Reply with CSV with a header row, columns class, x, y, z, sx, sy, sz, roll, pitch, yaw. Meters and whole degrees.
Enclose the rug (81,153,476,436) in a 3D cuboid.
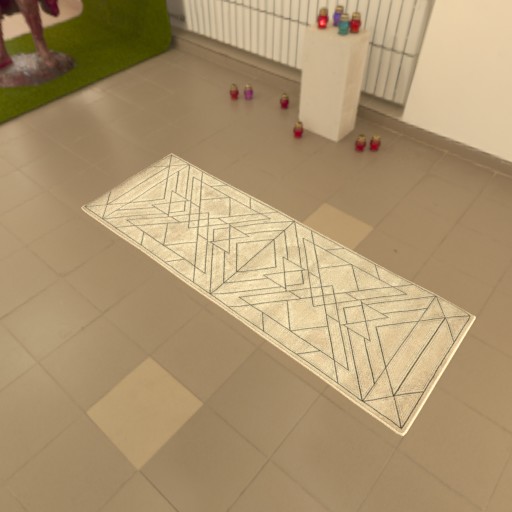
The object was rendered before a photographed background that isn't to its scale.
class,x,y,z,sx,sy,sz,roll,pitch,yaw
rug,0.000,0.000,2.674,2.381,0.036,0.831,31,54,26
